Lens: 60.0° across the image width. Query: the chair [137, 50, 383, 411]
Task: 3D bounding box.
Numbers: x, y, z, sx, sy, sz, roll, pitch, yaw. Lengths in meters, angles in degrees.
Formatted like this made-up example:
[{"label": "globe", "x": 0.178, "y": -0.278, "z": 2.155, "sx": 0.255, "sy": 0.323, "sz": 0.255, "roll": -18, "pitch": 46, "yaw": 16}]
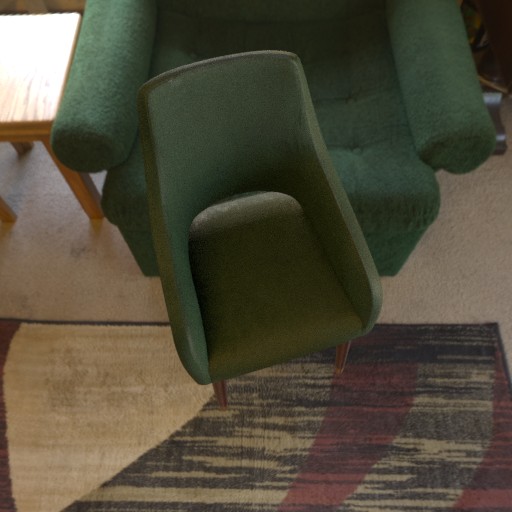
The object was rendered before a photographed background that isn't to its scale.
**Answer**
[{"label": "chair", "x": 0.000, "y": 0.000, "z": 1.593, "sx": 0.683, "sy": 1.081, "sz": 0.794, "roll": -16, "pitch": 64, "yaw": -8}]
